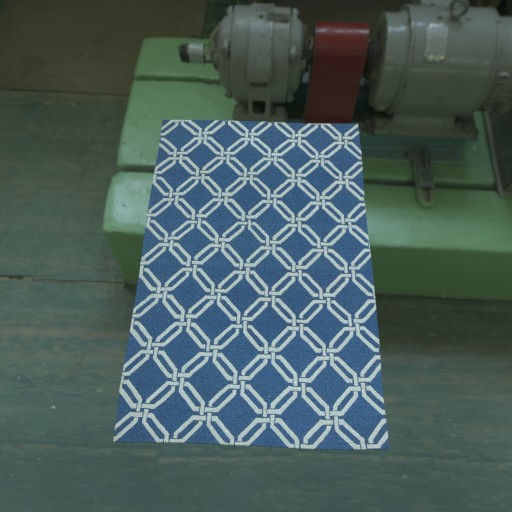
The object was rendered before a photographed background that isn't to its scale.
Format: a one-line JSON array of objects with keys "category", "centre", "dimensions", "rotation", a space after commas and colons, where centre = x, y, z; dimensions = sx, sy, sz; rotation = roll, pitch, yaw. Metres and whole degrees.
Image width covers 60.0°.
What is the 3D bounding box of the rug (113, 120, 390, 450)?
[{"category": "rug", "centre": [0.000, 0.000, 2.207], "dimensions": [1.153, 0.010, 1.755], "rotation": [1, 64, 1]}]
